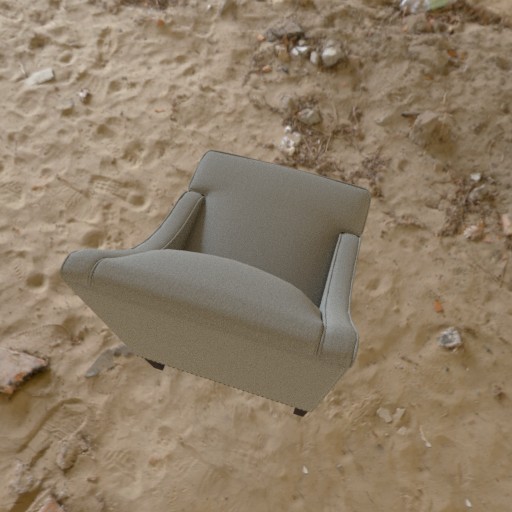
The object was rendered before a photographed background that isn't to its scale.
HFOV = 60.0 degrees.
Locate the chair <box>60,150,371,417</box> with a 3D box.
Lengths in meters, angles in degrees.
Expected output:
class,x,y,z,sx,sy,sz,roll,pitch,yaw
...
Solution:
class,x,y,z,sx,sy,sz,roll,pitch,yaw
chair,0.000,0.000,1.367,0.610,0.864,0.737,16,64,8
